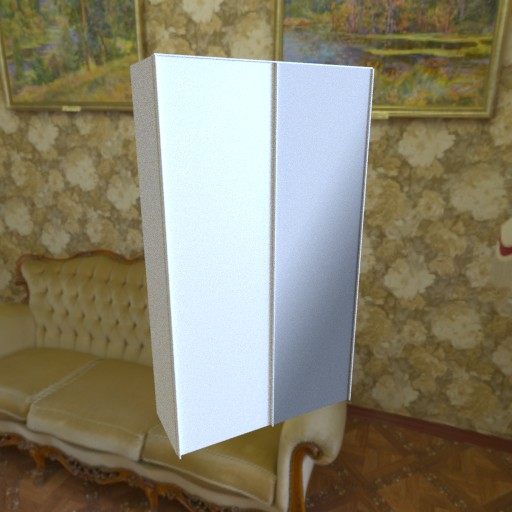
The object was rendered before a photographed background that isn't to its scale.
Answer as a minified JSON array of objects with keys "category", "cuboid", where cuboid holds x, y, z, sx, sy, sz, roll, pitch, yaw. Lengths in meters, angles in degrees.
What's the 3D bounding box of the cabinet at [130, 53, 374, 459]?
[{"category":"cabinet","cuboid":[0.000,0.000,2.726,1.250,2.160,0.480,-9,19,-26]}]
